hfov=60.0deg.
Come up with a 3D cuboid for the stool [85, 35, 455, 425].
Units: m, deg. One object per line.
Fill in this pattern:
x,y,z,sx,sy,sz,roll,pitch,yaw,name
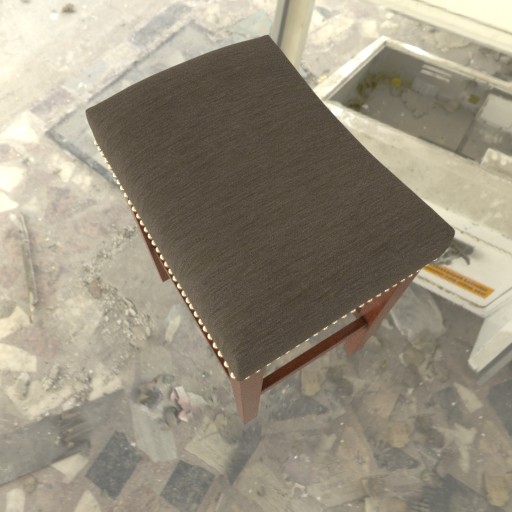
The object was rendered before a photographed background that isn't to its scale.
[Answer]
0.000,0.000,0.934,0.372,0.654,0.504,-29,66,-14,stool
